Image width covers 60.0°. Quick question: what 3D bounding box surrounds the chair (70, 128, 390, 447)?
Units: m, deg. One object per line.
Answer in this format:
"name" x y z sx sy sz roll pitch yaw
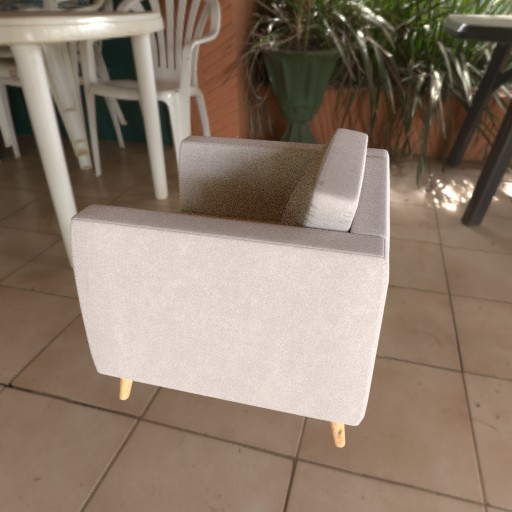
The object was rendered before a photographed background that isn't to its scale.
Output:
"chair" 0.000 0.000 1.723 0.930 0.860 1.000 7 31 13
